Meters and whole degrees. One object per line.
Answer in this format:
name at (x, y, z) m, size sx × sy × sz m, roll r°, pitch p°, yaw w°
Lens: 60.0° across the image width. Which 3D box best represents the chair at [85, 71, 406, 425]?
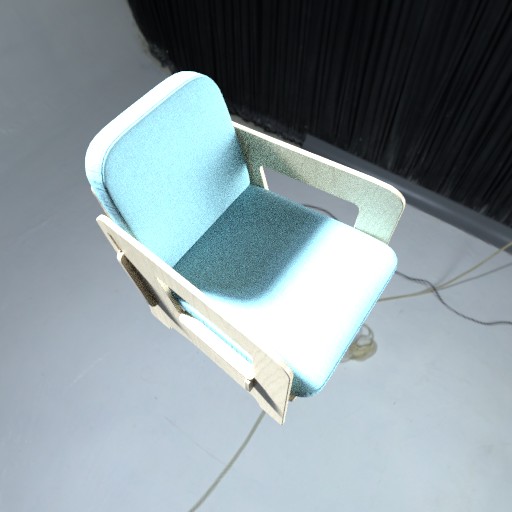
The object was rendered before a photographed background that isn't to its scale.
chair at (0.000, 0.000, 1.294) m, size 0.710 × 0.800 × 0.590 m, roll 31°, pitch 63°, yaw 18°
